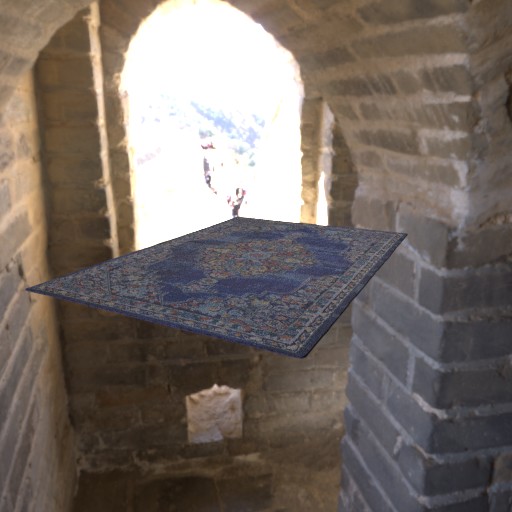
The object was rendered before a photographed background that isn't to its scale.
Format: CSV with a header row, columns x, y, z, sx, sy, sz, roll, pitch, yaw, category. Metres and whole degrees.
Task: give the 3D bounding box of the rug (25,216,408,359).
x,y,z,sx,sy,sz,roll,pitch,yaw,category
0.000,0.000,3.818,2.053,0.011,2.940,8,18,26,rug
